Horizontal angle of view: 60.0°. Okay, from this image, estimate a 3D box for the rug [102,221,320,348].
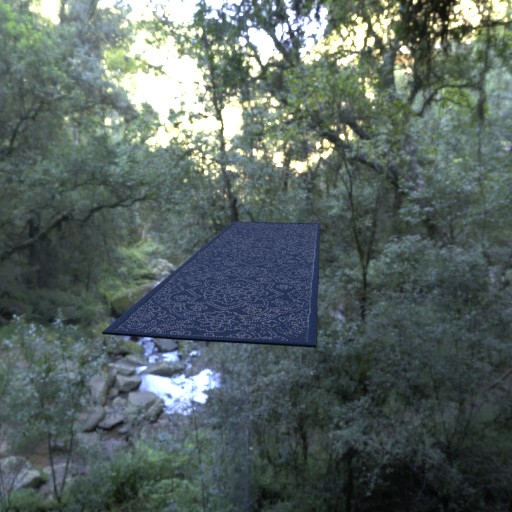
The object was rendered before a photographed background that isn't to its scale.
[{"bbox_3d":[0.000,0.000,2.702,0.769,0.012,2.448,2,14,8],"label":"rug"}]
